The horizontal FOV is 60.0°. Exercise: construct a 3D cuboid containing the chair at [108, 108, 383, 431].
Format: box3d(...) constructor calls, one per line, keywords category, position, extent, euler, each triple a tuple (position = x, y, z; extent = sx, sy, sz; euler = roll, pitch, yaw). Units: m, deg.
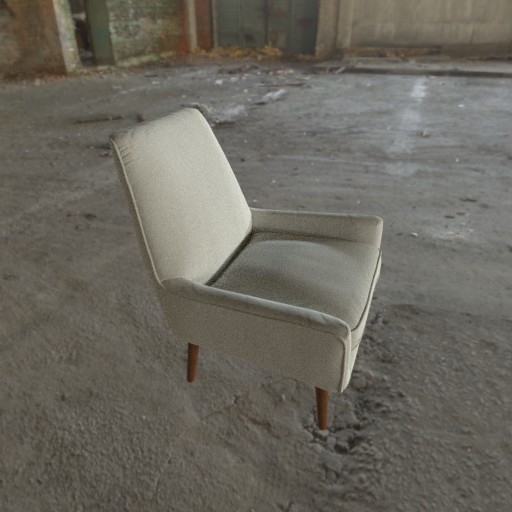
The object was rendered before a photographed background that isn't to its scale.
box3d(category="chair", position=(0.000, 0.000, 1.544), extent=(0.822, 0.888, 0.787), euler=(10, 30, 18))
